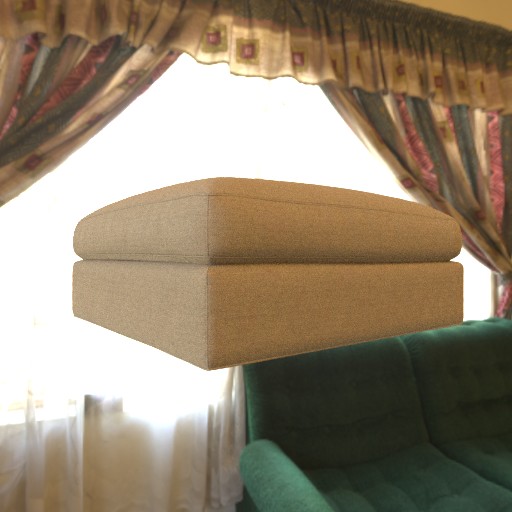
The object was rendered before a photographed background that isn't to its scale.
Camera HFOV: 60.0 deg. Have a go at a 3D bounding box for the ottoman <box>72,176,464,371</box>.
[{"bbox_3d":[0.000,0.000,1.608,1.041,0.470,1.041,0,0,-37],"label":"ottoman"}]
